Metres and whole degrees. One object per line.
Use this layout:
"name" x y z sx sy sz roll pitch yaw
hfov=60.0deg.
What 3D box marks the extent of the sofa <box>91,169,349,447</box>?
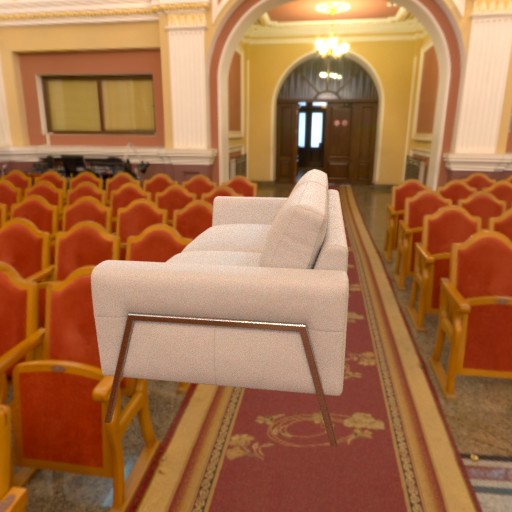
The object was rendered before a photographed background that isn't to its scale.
"sofa" 0.000 0.000 2.552 0.953 0.875 2.017 2 16 9
